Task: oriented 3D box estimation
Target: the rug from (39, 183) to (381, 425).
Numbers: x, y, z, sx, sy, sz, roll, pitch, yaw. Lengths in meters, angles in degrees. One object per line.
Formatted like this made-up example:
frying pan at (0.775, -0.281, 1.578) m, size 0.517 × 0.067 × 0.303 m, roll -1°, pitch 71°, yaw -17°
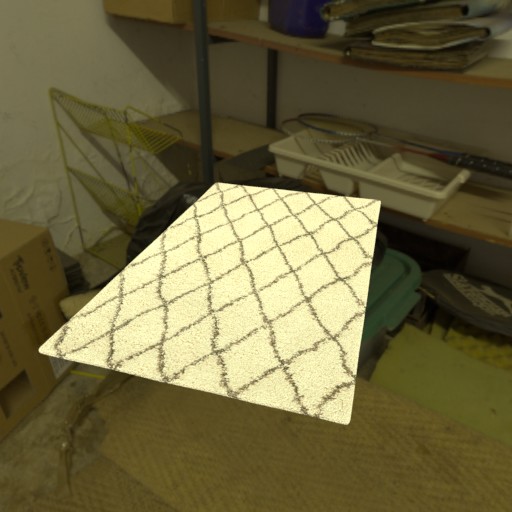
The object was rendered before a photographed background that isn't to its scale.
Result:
rug at (0.000, 0.000, 3.009) m, size 1.524 × 0.030 × 2.438 m, roll 8°, pitch 31°, yaw 14°
